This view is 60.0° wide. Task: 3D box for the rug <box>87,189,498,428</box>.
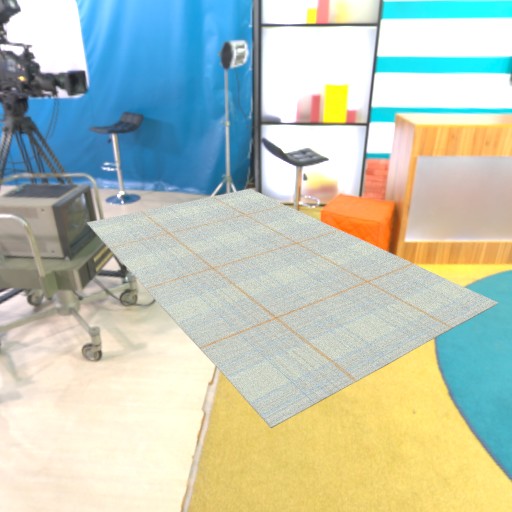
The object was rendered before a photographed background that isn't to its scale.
[{"bbox_3d":[0.000,0.000,2.926,1.527,0.016,2.442,-17,31,-30],"label":"rug"}]
